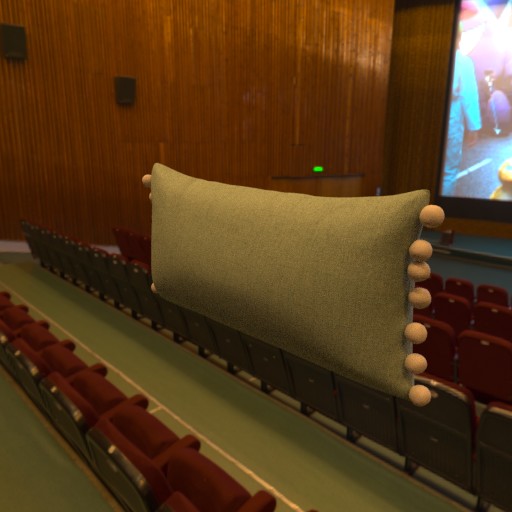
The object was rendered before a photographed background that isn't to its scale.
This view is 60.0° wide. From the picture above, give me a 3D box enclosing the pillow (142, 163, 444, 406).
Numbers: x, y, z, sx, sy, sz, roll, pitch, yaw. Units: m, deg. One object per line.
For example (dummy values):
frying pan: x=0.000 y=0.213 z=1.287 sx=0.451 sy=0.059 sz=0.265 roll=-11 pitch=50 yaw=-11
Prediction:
pillow: x=0.000 y=0.000 z=0.831 sx=0.201 sy=0.322 sz=0.709 roll=-14 pitch=20 yaw=-43
